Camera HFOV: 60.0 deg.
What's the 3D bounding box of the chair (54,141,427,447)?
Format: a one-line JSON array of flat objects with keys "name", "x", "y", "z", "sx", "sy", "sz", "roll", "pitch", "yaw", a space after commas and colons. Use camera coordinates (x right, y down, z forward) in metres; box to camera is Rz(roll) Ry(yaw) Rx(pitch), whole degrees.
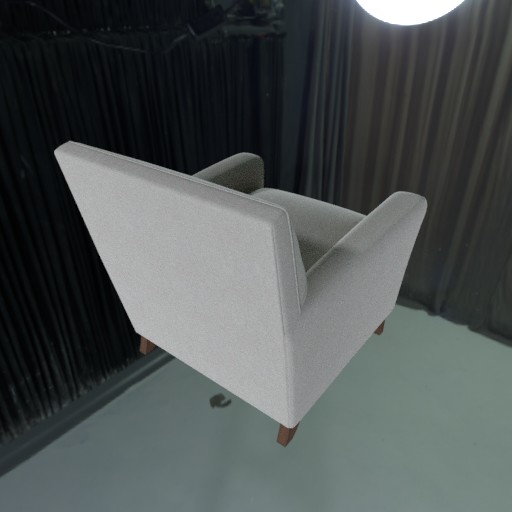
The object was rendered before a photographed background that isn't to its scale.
[{"name": "chair", "x": 0.000, "y": 0.000, "z": 1.539, "sx": 0.840, "sy": 0.846, "sz": 0.871, "roll": 22, "pitch": 37, "yaw": 32}]
